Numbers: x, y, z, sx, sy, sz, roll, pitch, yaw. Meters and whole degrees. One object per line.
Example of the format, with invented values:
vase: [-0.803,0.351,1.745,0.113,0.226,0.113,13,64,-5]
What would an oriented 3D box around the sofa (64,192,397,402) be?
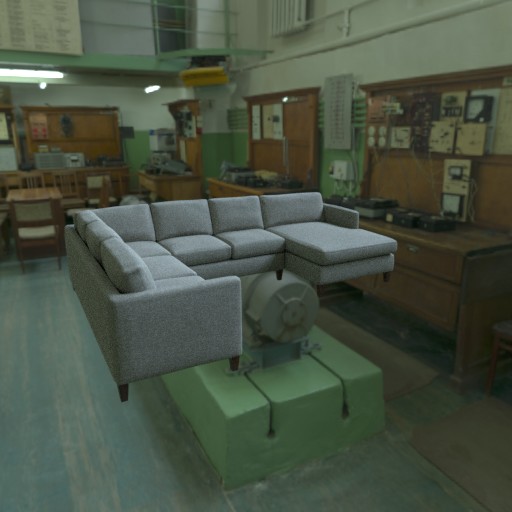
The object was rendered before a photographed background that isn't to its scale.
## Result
sofa: [0.000,0.000,4.652,3.460,0.959,2.593,-8,18,-27]
